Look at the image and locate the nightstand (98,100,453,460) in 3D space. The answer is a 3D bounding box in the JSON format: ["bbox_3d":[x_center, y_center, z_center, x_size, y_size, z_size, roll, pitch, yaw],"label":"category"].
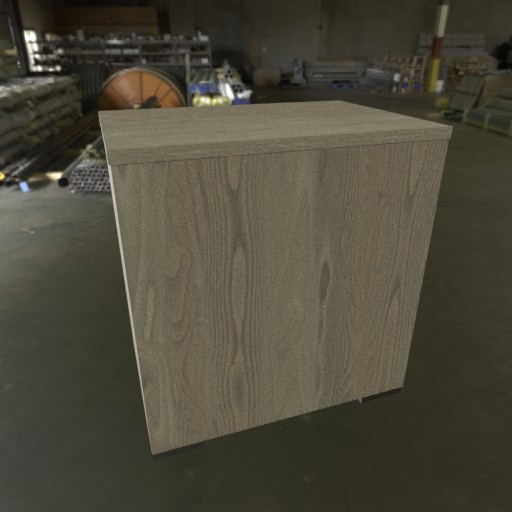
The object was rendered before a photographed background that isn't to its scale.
[{"bbox_3d":[0.000,0.000,0.763,0.442,0.461,0.325,-9,27,-17],"label":"nightstand"}]
